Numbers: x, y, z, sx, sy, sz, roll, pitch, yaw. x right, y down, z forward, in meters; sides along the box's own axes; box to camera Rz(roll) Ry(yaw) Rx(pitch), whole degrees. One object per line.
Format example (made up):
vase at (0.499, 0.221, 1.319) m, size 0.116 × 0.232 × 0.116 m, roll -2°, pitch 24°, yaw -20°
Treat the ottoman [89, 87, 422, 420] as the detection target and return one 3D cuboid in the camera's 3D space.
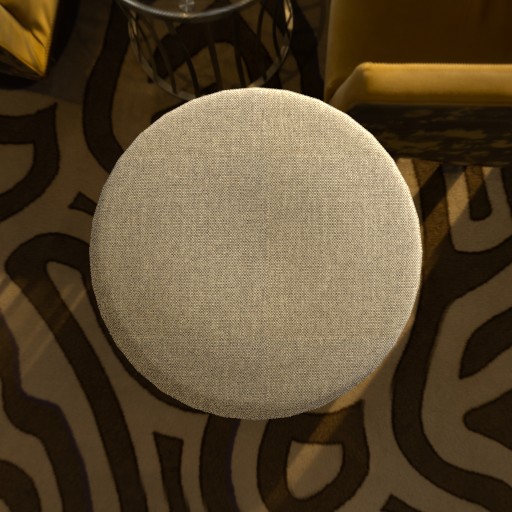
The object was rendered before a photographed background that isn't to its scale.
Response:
ottoman at (0.000, 0.000, 0.845) m, size 0.500 × 0.419 × 0.500 m, roll 0°, pitch 88°, yaw 0°
